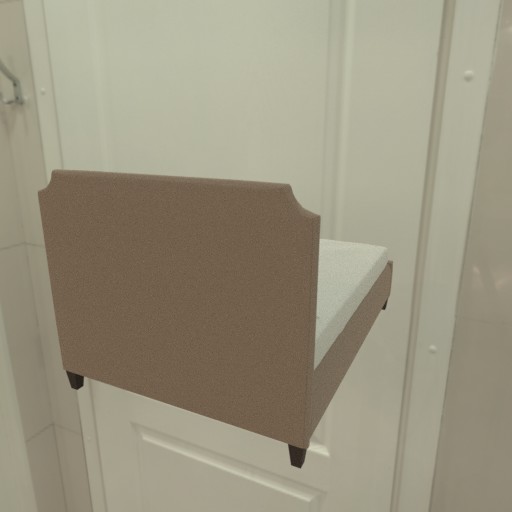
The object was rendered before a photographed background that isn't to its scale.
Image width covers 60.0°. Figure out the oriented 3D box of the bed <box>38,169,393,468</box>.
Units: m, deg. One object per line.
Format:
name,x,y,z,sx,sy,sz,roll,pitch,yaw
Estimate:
bed,0.000,0.000,3.368,1.713,1.443,2.372,8,18,25
